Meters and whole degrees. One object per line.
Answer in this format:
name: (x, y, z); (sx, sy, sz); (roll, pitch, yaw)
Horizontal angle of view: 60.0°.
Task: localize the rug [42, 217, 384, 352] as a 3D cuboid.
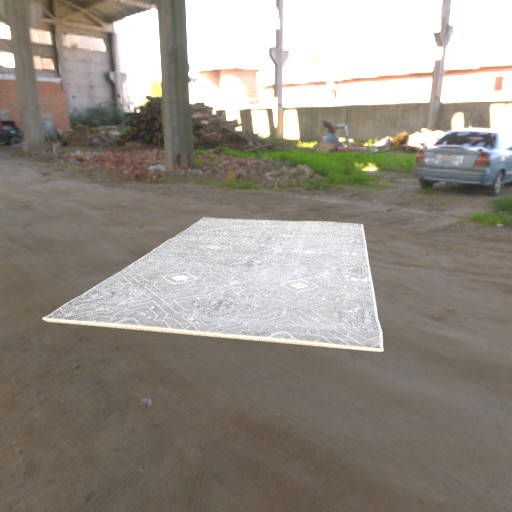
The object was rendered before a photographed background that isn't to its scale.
rug: (0.000, 0.000, 3.057); (1.537, 0.036, 2.447); (3, 16, 11)
